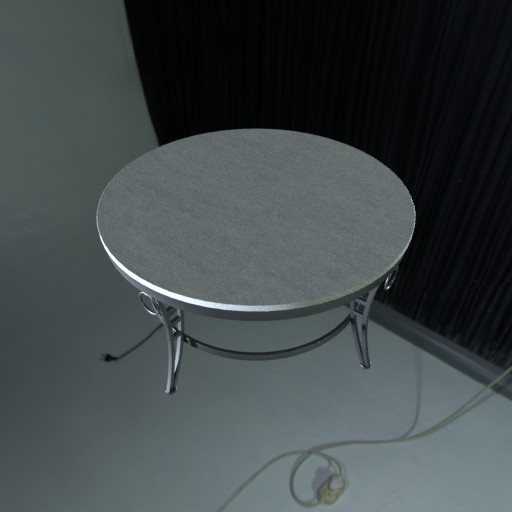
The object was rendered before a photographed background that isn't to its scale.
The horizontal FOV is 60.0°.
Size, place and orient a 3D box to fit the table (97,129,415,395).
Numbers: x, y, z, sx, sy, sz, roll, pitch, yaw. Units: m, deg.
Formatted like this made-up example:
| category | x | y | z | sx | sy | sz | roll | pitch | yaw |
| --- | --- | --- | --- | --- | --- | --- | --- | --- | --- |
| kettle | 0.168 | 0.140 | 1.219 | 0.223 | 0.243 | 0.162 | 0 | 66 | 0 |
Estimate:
| category | x | y | z | sx | sy | sz | roll | pitch | yaw |
| --- | --- | --- | --- | --- | --- | --- | --- | --- | --- |
| table | 0.000 | 0.000 | 1.434 | 0.889 | 0.470 | 0.889 | 0 | 40 | 0 |
